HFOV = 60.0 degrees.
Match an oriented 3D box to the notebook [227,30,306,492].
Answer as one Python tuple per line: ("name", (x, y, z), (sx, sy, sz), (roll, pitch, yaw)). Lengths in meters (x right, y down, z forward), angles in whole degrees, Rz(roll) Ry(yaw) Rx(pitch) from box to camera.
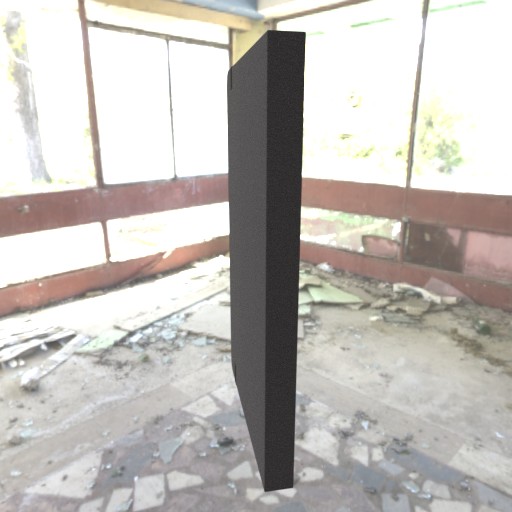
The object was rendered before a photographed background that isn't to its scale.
("notebook", (0.000, 0.000, 0.256), (0.016, 0.213, 0.127), (-3, 16, -10))
